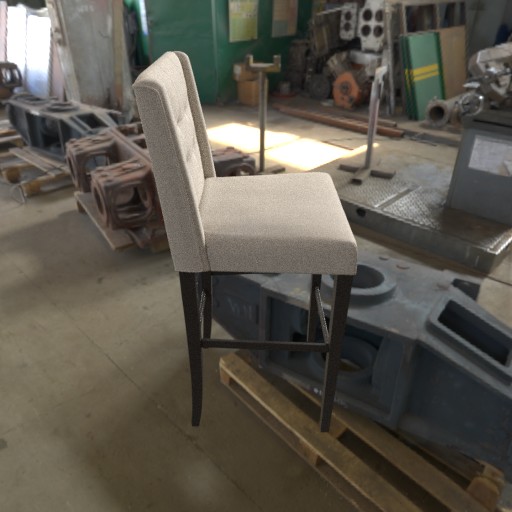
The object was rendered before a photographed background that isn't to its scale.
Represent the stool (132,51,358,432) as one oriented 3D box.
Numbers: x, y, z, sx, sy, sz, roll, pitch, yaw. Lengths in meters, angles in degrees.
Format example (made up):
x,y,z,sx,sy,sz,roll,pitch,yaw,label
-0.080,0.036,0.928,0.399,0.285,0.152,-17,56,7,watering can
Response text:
x,y,z,sx,sy,sz,roll,pitch,yaw,label
0.000,0.000,1.369,0.509,1.116,0.474,0,32,0,stool
